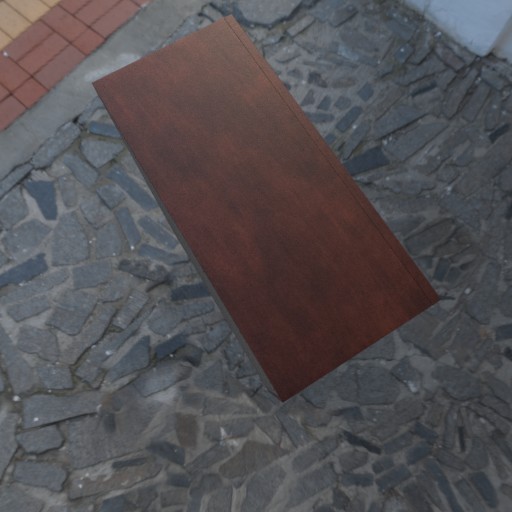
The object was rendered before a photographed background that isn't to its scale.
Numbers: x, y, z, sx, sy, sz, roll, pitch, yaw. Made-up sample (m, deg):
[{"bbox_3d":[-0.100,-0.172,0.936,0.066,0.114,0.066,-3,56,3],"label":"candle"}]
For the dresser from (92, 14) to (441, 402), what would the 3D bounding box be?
[{"bbox_3d":[0.000,0.000,1.971,0.506,1.514,1.072,-31,76,-8],"label":"dresser"}]
